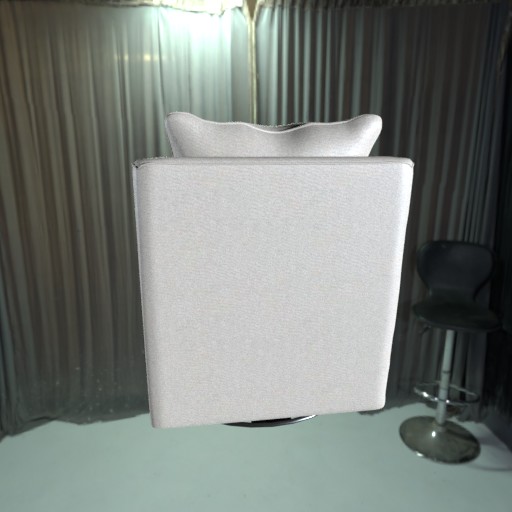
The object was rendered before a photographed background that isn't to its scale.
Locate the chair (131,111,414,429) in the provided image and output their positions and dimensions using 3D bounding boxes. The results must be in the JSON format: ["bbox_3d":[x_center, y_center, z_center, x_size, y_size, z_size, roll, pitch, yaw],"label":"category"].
[{"bbox_3d":[0.000,0.000,1.617,0.760,0.942,0.876,-2,14,-8],"label":"chair"}]
